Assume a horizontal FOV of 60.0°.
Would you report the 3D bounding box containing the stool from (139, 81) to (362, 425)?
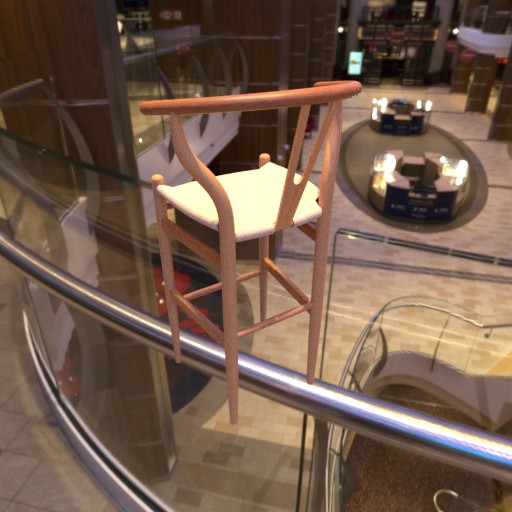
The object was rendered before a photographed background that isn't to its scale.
[{"bbox_3d":[0.000,0.000,1.380,0.574,1.068,0.561,-18,34,-28],"label":"stool"}]
